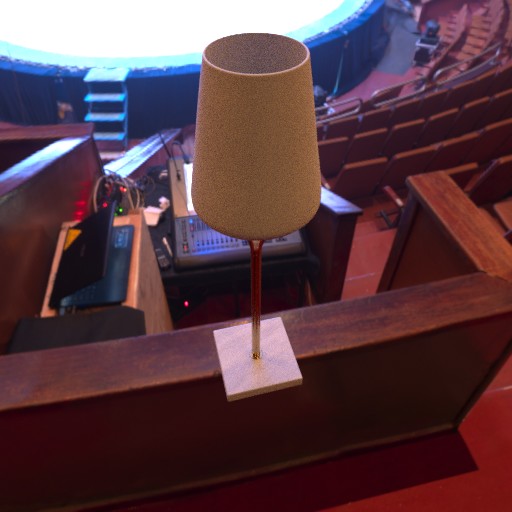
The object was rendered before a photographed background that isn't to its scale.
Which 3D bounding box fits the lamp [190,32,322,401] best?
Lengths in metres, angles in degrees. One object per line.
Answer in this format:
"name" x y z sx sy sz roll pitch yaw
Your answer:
"lamp" 0.000 0.000 0.710 0.181 0.639 0.181 -10 47 -10
